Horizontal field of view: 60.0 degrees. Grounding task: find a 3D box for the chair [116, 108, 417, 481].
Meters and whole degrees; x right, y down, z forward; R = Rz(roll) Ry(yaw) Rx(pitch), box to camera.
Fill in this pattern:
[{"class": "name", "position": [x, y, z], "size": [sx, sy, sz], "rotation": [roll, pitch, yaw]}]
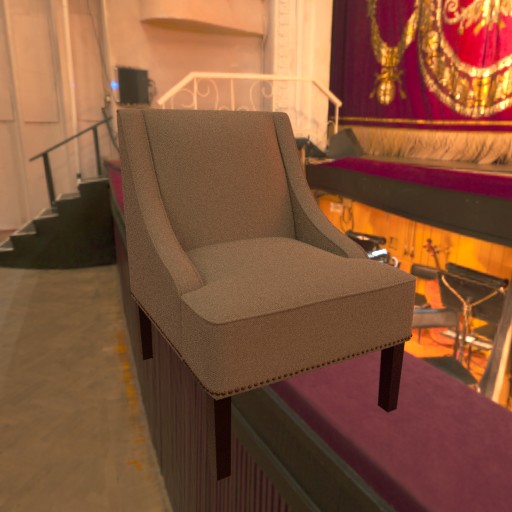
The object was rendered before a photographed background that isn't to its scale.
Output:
[{"class": "chair", "position": [0.000, 0.000, 1.355], "size": [0.628, 0.872, 0.748], "rotation": [-9, 18, -28]}]
